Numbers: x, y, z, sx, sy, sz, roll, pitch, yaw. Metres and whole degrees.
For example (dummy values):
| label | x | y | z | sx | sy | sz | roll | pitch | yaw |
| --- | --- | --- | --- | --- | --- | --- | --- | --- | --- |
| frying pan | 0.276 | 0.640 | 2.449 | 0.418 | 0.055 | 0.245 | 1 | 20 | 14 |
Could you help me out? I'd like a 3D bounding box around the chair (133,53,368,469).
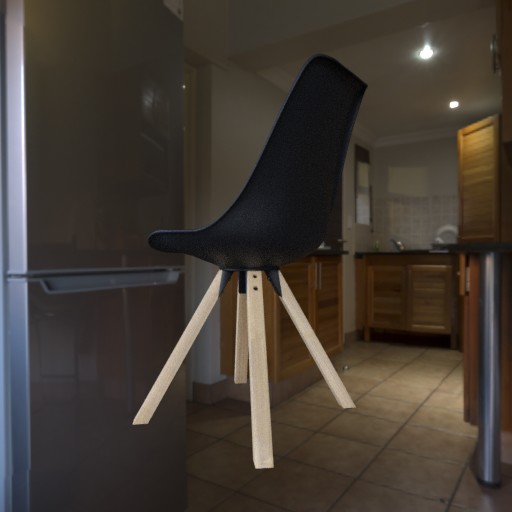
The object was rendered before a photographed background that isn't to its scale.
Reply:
| label | x | y | z | sx | sy | sz | roll | pitch | yaw |
| --- | --- | --- | --- | --- | --- | --- | --- | --- | --- |
| chair | 0.000 | 0.000 | 1.163 | 0.549 | 0.850 | 0.485 | 1 | 1 | 36 |
